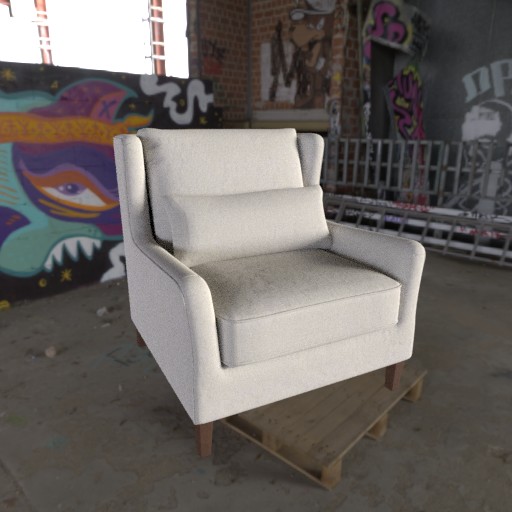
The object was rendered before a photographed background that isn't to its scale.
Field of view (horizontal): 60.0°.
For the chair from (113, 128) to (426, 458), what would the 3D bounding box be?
[{"bbox_3d":[0.000,0.000,1.906,0.982,1.056,1.040,-8,18,-26],"label":"chair"}]
